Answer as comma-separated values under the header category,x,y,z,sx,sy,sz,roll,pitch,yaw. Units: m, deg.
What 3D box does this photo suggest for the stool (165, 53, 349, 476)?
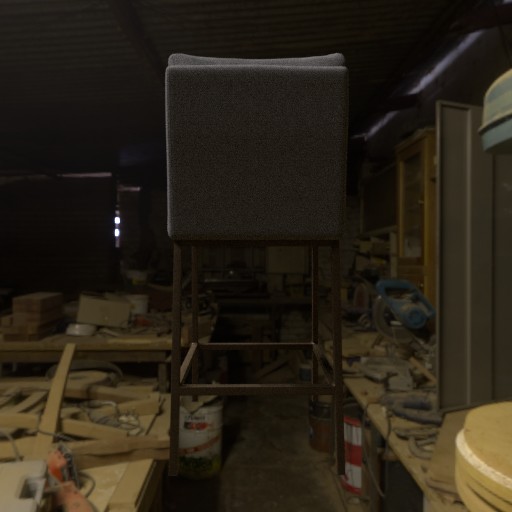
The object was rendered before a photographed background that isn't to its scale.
category,x,y,z,sx,sy,sz,roll,pitch,yaw
stool,0.000,0.000,1.308,0.463,1.031,0.569,0,1,-1
